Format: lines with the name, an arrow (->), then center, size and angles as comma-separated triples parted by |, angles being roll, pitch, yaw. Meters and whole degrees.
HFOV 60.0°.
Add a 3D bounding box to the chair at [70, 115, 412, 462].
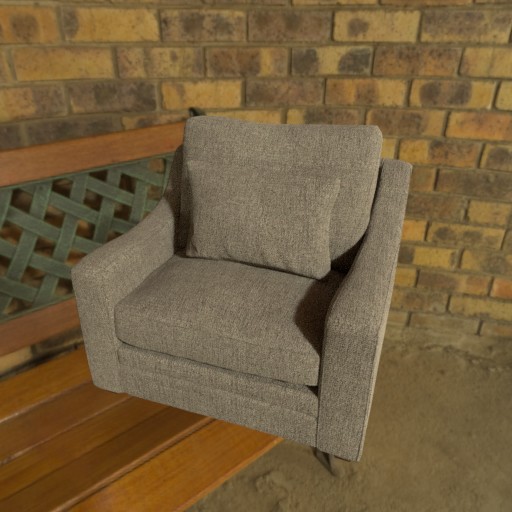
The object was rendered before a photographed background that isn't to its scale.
chair -> 0.000, 0.000, 1.885 | 1.138, 1.037, 1.009 | 9, 29, 17
